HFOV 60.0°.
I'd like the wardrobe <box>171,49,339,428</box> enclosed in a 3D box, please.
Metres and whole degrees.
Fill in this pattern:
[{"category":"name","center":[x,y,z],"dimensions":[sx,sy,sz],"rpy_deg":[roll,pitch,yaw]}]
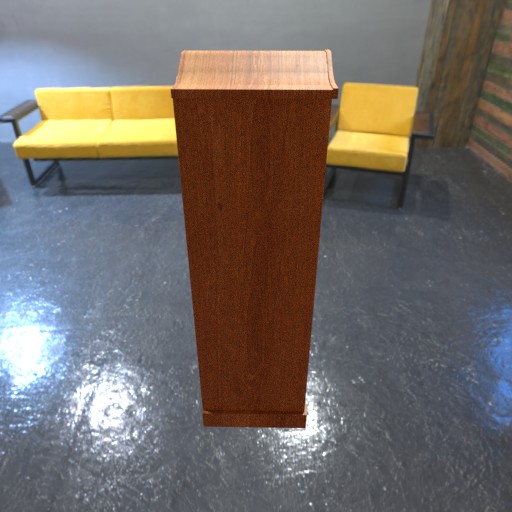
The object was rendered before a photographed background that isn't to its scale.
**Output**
[{"category":"wardrobe","center":[0.000,0.000,2.203],"dimensions":[0.570,1.870,0.590],"rpy_deg":[1,32,1]}]
